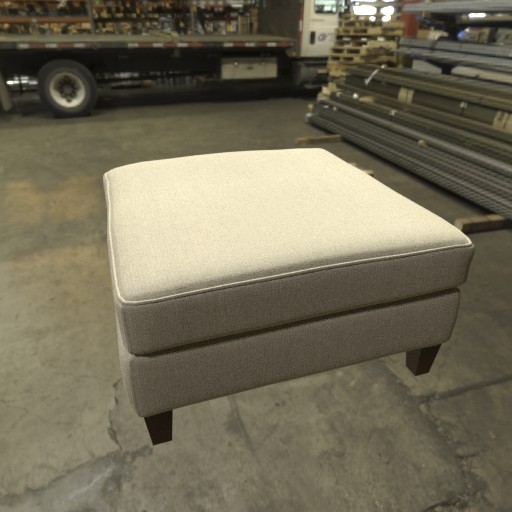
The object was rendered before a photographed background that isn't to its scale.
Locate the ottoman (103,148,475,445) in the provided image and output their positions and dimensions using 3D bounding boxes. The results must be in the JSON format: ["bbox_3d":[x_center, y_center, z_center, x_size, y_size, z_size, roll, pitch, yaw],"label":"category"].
[{"bbox_3d":[0.000,0.000,1.340,0.838,0.478,0.838,-9,30,-16],"label":"ottoman"}]
